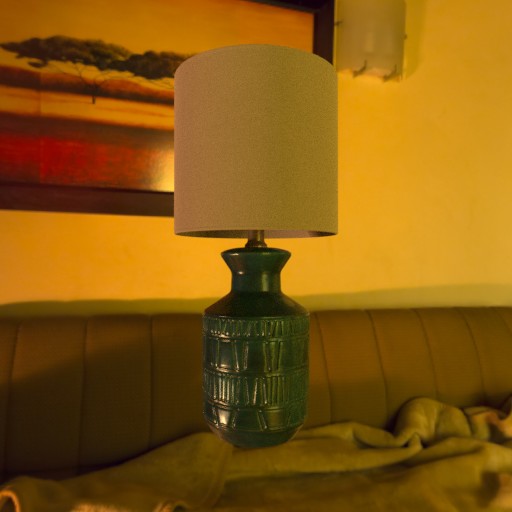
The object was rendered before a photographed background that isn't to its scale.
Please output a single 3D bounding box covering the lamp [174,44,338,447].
[{"bbox_3d":[0.000,0.000,0.580,0.211,0.455,0.211,0,-1,-37],"label":"lamp"}]
